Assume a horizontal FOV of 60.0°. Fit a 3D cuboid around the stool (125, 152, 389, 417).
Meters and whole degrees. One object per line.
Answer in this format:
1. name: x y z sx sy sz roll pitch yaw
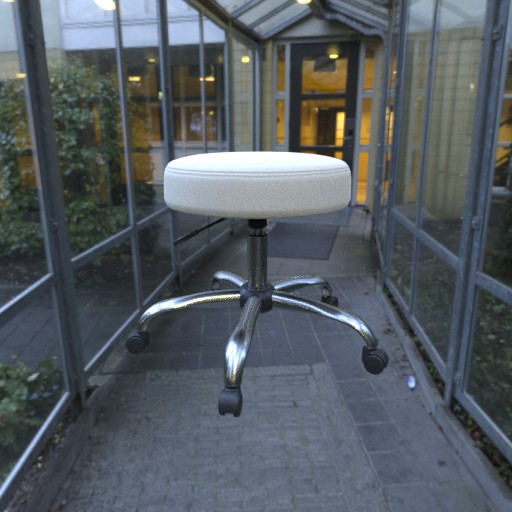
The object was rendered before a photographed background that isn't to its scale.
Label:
1. stool: 0.000 0.000 1.060 0.634 0.482 0.614 3 15 10
